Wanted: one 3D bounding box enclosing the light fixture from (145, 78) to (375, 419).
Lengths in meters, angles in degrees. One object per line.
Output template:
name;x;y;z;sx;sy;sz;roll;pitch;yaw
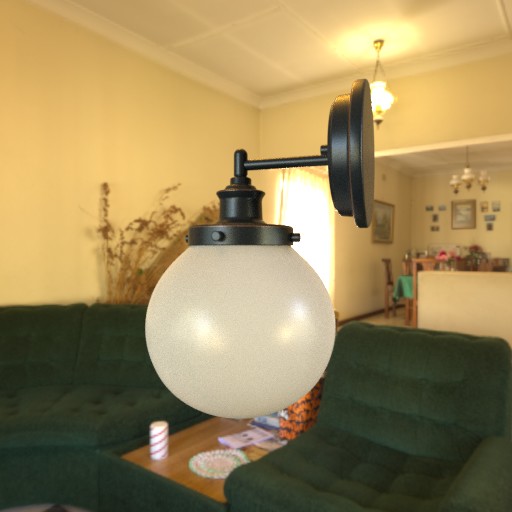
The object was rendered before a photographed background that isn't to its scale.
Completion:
light fixture;0.000;0.000;0.464;0.230;0.332;0.197;0;1;19
